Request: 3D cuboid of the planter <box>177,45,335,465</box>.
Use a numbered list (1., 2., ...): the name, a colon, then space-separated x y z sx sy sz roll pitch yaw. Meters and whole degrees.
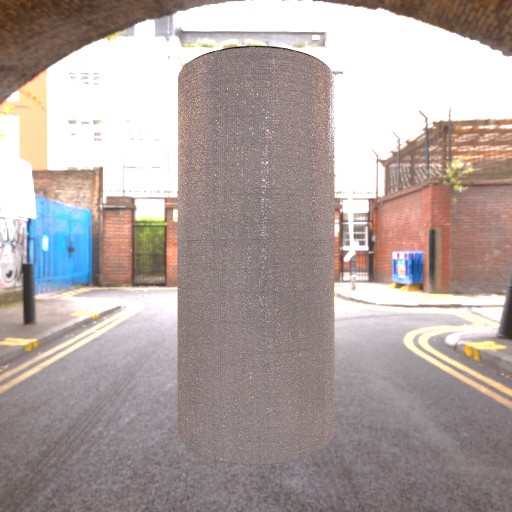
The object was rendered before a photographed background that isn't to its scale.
1. planter: 0.000 0.000 0.130 0.045 0.103 0.045 0 0 37
